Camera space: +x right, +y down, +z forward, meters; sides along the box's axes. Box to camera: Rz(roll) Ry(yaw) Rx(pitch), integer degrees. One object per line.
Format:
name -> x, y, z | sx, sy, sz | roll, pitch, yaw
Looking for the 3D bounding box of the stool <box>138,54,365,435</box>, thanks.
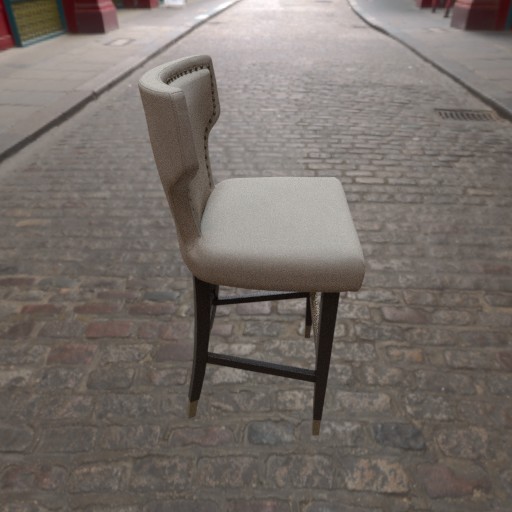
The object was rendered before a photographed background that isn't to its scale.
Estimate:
stool -> 0.000, 0.000, 1.380 | 0.563, 1.092, 0.526 | 1, 33, 2
